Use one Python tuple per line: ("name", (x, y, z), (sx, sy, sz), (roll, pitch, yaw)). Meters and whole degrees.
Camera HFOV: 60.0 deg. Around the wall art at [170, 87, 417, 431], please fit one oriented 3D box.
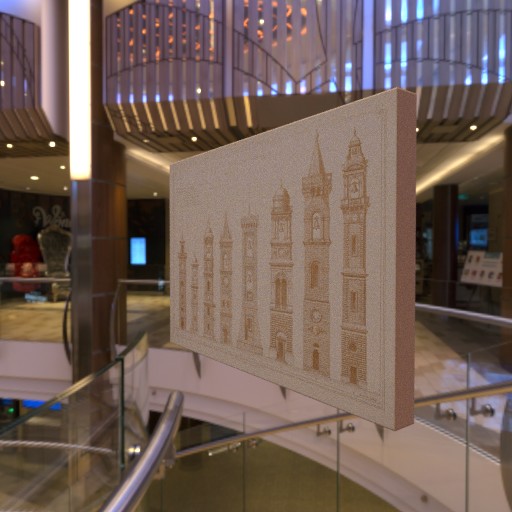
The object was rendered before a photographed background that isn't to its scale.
("wall art", (0.000, 0.000, 0.781), (0.039, 0.407, 0.609), (-1, 2, -36))
